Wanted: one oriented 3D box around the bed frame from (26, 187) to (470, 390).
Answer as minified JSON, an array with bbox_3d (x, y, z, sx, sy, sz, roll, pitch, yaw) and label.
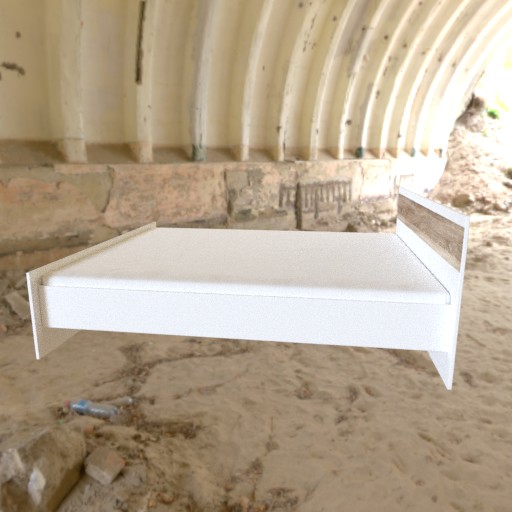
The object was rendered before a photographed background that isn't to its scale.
[{"bbox_3d":[0.000,0.000,2.906,2.060,0.800,1.720,2,13,8],"label":"bed frame"}]
